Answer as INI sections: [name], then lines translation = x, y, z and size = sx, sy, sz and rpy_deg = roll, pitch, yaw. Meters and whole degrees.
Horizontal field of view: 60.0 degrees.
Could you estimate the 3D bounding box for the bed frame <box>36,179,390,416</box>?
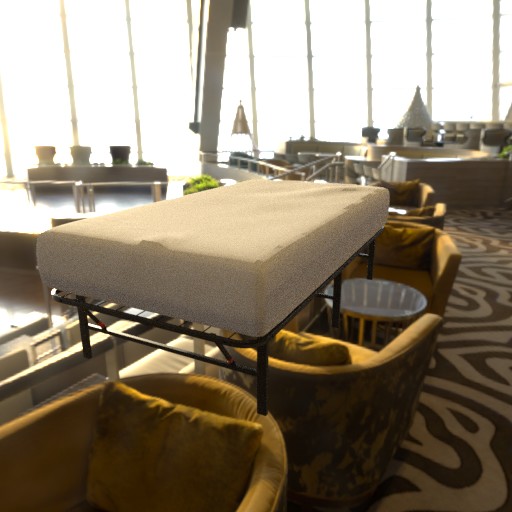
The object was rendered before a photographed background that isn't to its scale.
[bed frame]
translation = 0.000, 0.000, 2.398
size = 1.025, 0.640, 1.908
rpy_deg = 8, 19, 26
